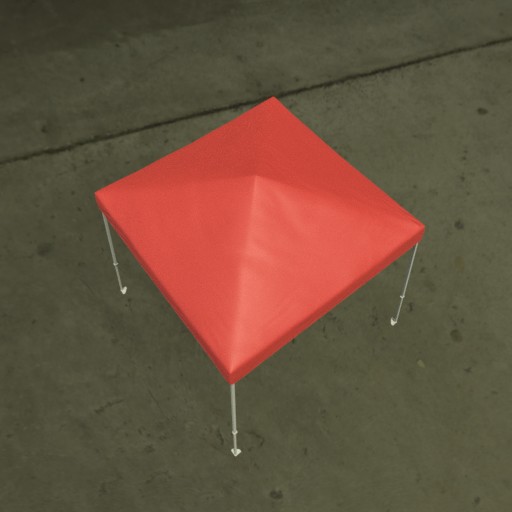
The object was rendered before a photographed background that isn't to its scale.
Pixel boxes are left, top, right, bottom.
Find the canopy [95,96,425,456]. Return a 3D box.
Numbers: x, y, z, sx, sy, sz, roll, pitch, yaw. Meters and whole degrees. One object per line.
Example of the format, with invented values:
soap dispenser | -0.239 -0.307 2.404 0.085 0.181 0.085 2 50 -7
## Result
canopy | 0.000 0.000 5.180 2.848 2.849 2.849 -34 65 -18
